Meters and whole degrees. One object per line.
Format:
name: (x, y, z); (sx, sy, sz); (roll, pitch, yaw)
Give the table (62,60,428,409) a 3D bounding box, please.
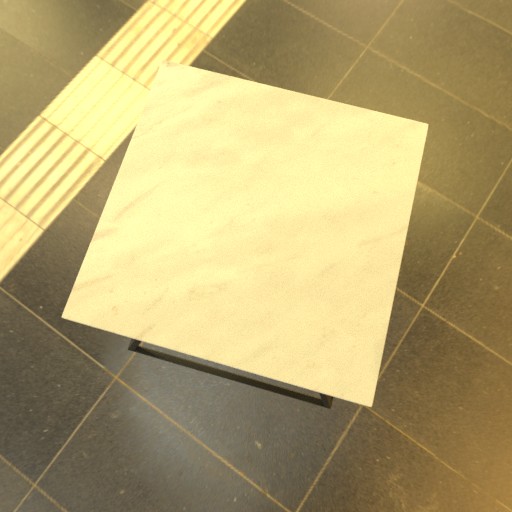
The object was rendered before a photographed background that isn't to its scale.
table: (0.000, 0.000, 0.813); (0.455, 0.431, 0.455); (15, 75, 4)
